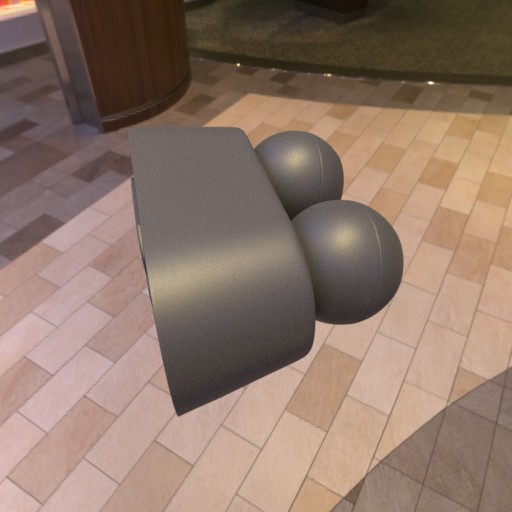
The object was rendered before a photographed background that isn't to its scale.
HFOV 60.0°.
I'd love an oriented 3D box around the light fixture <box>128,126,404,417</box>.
[{"bbox_3d":[0.000,0.000,0.337,0.159,0.159,0.229,-11,45,-11],"label":"light fixture"}]
